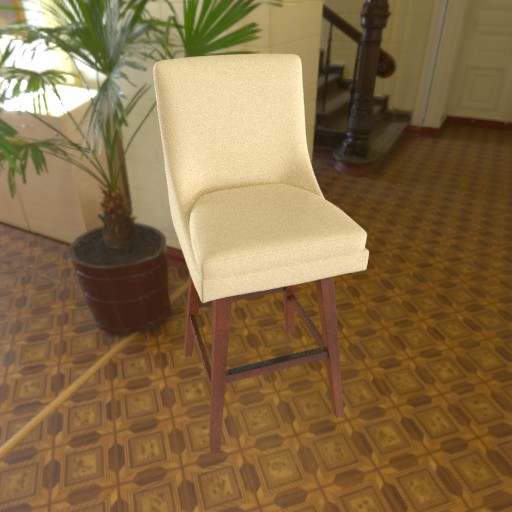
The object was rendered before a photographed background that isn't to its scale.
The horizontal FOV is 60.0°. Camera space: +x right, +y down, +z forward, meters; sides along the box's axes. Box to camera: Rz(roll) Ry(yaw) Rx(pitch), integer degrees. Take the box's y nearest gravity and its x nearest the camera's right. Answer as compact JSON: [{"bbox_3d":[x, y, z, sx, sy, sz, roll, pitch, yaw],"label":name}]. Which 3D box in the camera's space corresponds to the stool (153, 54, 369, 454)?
[{"bbox_3d":[0.000,0.000,1.393,0.470,1.097,0.559,-10,33,-15],"label":"stool"}]
